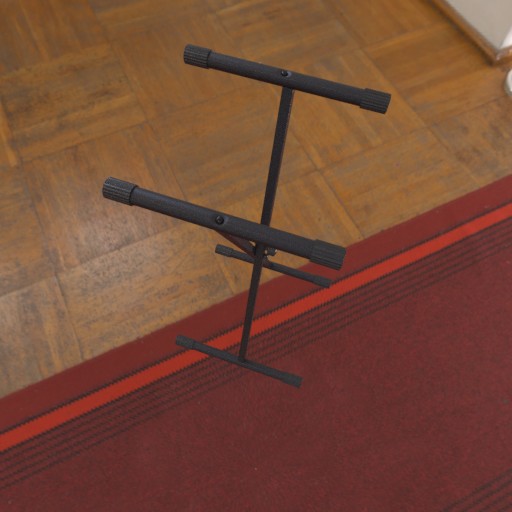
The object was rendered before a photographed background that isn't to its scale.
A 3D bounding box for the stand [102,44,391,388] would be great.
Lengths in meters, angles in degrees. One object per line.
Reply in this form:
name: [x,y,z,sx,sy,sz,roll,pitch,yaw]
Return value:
stand: [0.000,0.000,1.170,0.449,0.940,0.409,17,66,8]
